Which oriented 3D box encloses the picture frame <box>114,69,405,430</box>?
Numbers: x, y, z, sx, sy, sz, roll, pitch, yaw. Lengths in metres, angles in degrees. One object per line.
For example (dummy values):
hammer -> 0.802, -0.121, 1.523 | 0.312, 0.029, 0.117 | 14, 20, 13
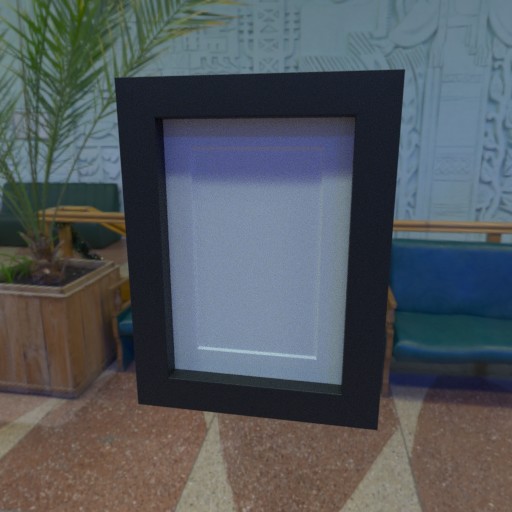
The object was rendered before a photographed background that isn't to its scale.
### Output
picture frame -> 0.000, 0.000, 0.275 | 0.157, 0.208, 0.028 | 3, 14, 10
